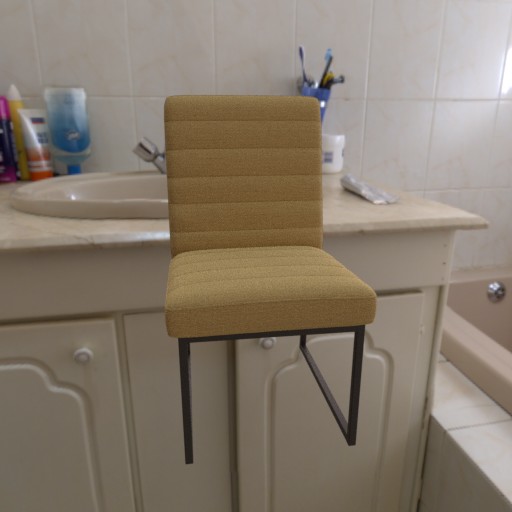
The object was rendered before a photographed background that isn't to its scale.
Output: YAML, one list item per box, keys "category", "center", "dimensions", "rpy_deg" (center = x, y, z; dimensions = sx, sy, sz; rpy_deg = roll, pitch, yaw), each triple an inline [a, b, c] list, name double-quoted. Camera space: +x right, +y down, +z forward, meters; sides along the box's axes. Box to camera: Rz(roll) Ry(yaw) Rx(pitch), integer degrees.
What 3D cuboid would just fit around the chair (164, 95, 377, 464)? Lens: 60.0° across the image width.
- category: "chair"
  center: [0.000, 0.000, 1.328]
  dimensions: [0.520, 0.930, 0.634]
  rpy_deg: [-3, 18, -8]
